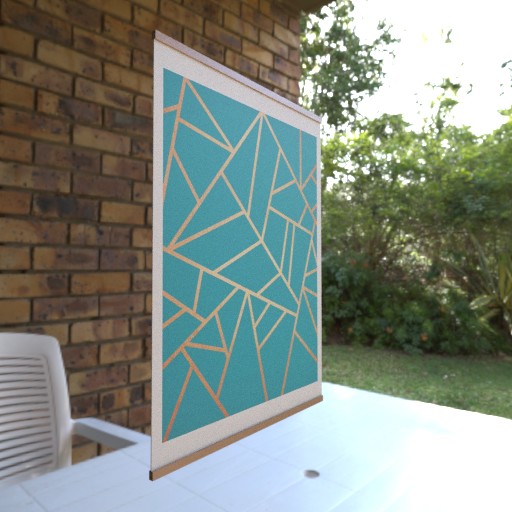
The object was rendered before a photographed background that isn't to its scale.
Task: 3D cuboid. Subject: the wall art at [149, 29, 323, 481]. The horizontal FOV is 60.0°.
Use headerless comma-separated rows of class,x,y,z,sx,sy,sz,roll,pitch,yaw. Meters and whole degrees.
wall art,0.000,0.000,1.299,0.013,1.016,0.758,-1,-2,38
